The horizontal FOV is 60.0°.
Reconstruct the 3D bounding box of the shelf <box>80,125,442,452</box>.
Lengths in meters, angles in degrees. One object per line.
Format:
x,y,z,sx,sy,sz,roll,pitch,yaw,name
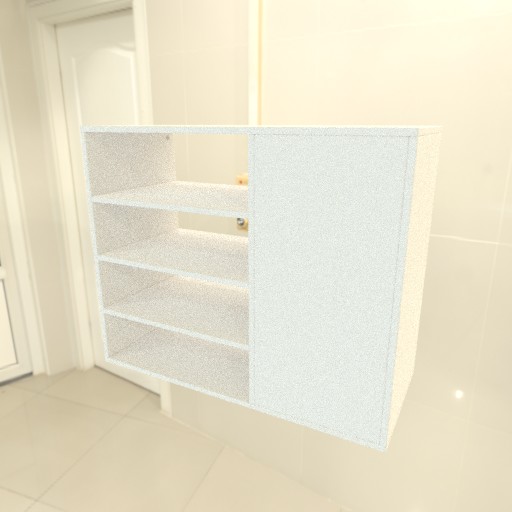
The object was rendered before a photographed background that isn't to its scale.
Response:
0.000,0.000,1.299,0.895,0.732,0.396,9,19,26,shelf
